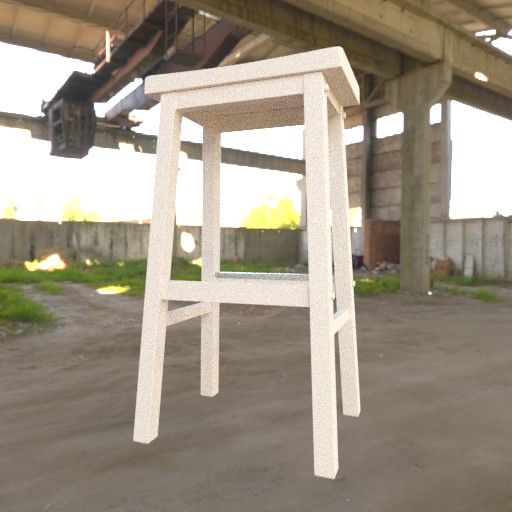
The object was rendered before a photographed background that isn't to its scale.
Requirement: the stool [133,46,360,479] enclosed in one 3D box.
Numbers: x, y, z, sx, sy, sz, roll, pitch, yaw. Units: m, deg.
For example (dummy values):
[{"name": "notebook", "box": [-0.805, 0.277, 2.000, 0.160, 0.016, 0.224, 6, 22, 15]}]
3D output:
[{"name": "stool", "box": [0.000, 0.000, 0.958, 0.406, 0.742, 0.322, 1, 2, 21]}]
